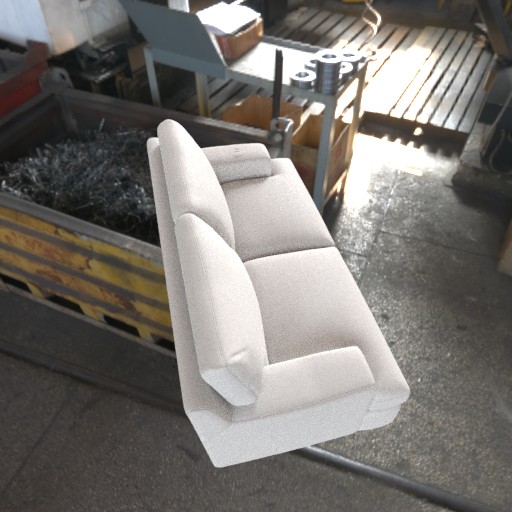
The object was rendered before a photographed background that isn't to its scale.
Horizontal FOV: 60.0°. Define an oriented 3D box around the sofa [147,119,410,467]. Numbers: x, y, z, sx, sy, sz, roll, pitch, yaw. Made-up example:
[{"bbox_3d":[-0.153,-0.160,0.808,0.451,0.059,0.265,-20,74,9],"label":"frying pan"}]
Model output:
[{"bbox_3d":[0.000,0.000,2.864,1.143,0.940,2.261,-10,47,-9],"label":"sofa"}]
